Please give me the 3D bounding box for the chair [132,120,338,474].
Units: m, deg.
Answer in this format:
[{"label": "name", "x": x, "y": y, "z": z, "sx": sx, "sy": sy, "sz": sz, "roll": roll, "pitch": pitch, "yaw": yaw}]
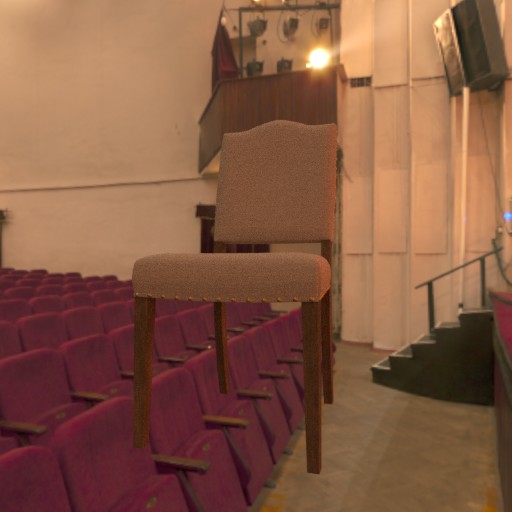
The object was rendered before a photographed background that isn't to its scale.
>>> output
[{"label": "chair", "x": 0.000, "y": 0.000, "z": 1.390, "sx": 0.508, "sy": 1.020, "sz": 0.620, "roll": 0, "pitch": -1, "yaw": 17}]
